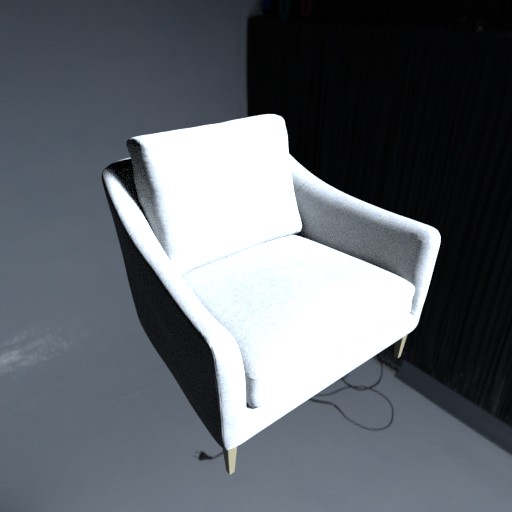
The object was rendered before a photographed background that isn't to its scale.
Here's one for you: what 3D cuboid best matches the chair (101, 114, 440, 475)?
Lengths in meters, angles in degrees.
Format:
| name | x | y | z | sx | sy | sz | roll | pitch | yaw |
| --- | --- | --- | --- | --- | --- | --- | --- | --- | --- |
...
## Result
| name | x | y | z | sx | sy | sz | roll | pitch | yaw |
| --- | --- | --- | --- | --- | --- | --- | --- | --- | --- |
| chair | 0.000 | 0.000 | 1.707 | 0.986 | 0.902 | 0.961 | -21 | 36 | -32 |
